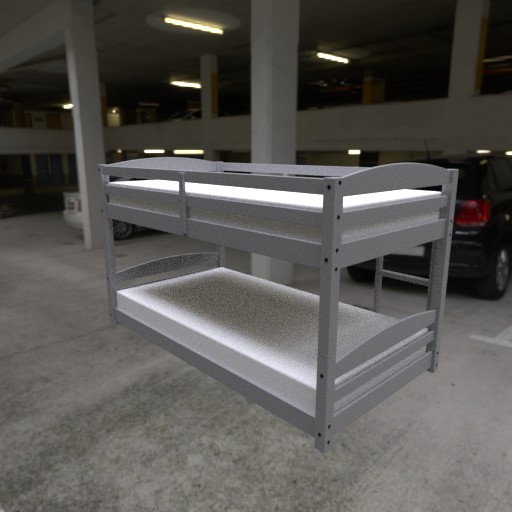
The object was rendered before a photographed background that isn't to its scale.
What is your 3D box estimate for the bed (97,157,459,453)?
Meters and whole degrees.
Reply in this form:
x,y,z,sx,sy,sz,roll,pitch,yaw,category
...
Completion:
x,y,z,sx,sy,sz,roll,pitch,yaw,category
0.000,0.000,2.829,1.105,1.206,2.013,-13,18,-42,bed
